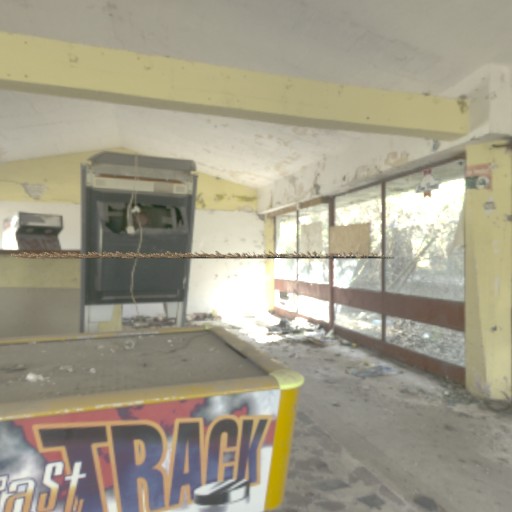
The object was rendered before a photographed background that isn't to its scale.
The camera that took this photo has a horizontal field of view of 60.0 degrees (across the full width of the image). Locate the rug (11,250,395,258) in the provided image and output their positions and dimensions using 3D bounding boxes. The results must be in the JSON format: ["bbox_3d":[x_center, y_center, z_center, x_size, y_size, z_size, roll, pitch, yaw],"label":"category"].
[{"bbox_3d":[0.000,0.000,4.160,2.418,0.047,3.307,0,0,19],"label":"rug"}]
